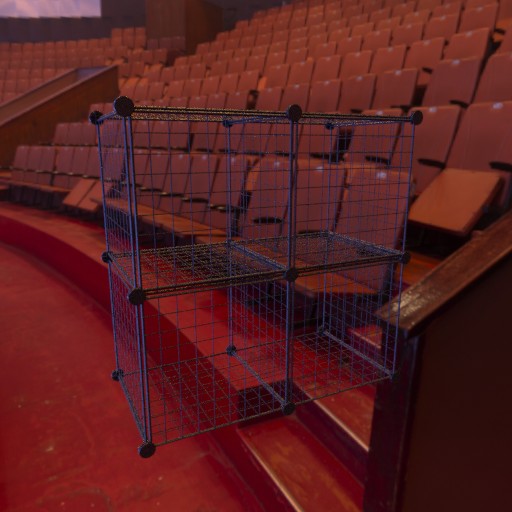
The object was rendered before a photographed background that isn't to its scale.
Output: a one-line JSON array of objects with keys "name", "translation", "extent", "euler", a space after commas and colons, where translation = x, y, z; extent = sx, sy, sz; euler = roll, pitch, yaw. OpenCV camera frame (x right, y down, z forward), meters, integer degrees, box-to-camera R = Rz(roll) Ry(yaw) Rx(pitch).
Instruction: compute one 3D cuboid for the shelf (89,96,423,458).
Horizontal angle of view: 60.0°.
[{"name": "shelf", "translation": [0.000, 0.000, 1.136], "extent": [0.711, 0.711, 0.356], "euler": [-7, 15, -26]}]
